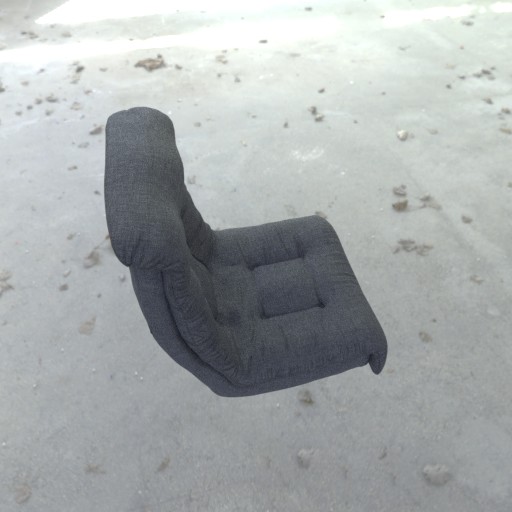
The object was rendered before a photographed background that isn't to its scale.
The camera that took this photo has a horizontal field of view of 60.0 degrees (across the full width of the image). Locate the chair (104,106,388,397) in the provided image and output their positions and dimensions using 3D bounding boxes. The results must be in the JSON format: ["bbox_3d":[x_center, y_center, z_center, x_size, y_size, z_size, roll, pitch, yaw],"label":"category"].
[{"bbox_3d":[0.000,0.000,1.246,0.668,0.749,0.597,-9,47,-8],"label":"chair"}]
